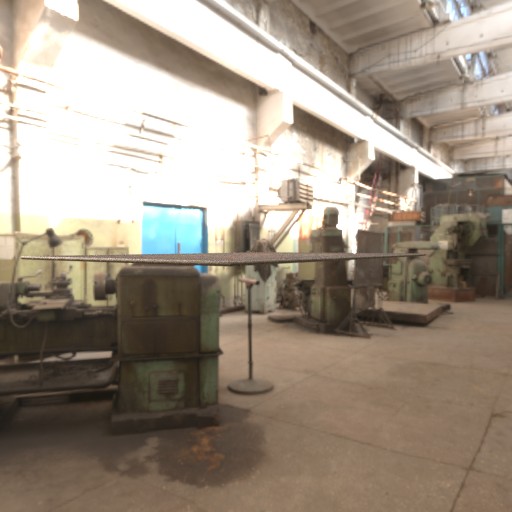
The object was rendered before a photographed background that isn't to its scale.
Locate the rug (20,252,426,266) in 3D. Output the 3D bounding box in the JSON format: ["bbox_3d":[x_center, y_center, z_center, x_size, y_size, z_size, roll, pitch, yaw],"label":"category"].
[{"bbox_3d":[0.000,0.000,2.193,1.144,0.014,1.748,1,1,37],"label":"rug"}]
